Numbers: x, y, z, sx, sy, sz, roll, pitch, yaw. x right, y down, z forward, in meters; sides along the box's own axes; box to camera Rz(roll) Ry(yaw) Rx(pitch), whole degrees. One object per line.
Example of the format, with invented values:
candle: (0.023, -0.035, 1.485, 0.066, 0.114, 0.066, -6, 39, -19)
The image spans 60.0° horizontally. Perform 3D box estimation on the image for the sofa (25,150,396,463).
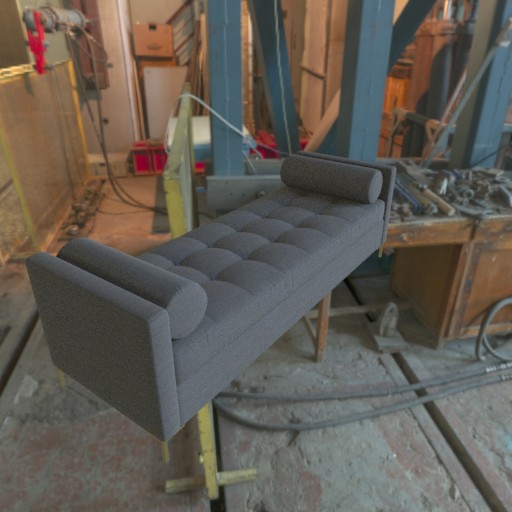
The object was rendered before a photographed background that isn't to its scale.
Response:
sofa: (0.000, 0.000, 2.299, 0.686, 0.635, 1.981, 19, 33, 32)
